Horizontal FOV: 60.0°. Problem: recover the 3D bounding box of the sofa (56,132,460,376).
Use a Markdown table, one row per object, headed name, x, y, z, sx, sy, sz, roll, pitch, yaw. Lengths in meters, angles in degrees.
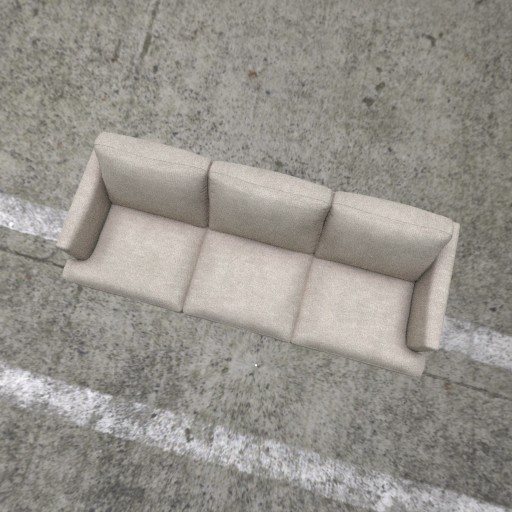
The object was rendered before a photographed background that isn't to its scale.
| name | x | y | z | sx | sy | sz | roll | pitch | yaw |
| --- | --- | --- | --- | --- | --- | --- | --- | --- | --- |
| sofa | 0.000 | 0.000 | 2.723 | 2.246 | 0.930 | 0.903 | 15 | 77 | 4 |
